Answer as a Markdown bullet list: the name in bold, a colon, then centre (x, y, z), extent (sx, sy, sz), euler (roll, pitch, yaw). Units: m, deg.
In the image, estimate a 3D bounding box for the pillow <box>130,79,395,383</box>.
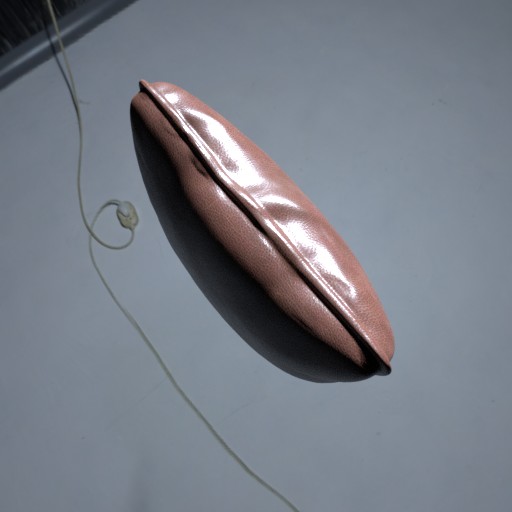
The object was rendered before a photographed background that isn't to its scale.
- **pillow**: centre (0.000, 0.000, 0.813), extent (0.236, 0.523, 0.532), euler (-38, 79, -9)
